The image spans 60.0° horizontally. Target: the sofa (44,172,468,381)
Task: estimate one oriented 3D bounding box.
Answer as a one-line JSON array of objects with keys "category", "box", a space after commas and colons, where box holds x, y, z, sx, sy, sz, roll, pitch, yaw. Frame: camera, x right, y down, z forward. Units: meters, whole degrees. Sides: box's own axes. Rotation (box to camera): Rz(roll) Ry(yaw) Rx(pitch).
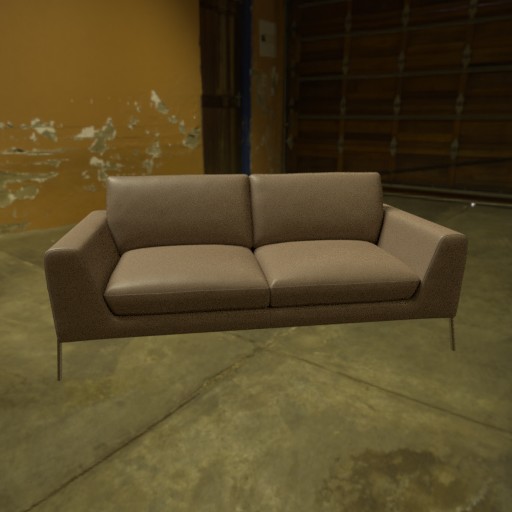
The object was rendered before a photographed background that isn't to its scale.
[{"category": "sofa", "box": [0.000, 0.000, 2.533, 2.017, 0.875, 0.953, -2, 16, -8]}]
